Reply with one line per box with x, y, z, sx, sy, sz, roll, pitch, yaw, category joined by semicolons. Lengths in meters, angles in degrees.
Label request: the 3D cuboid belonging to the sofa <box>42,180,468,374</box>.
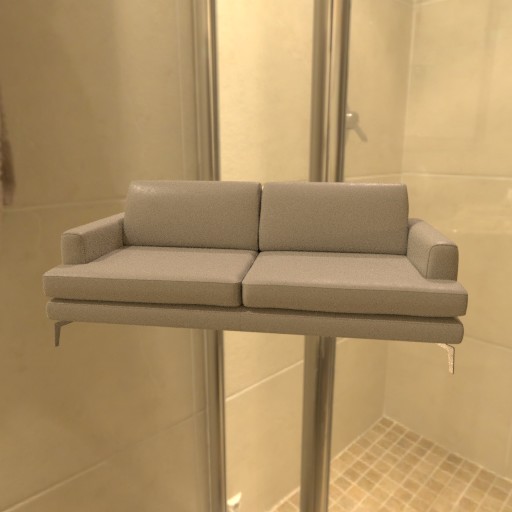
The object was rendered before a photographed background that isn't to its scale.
0.000;0.000;2.420;1.940;0.765;0.974;2;14;8;sofa
